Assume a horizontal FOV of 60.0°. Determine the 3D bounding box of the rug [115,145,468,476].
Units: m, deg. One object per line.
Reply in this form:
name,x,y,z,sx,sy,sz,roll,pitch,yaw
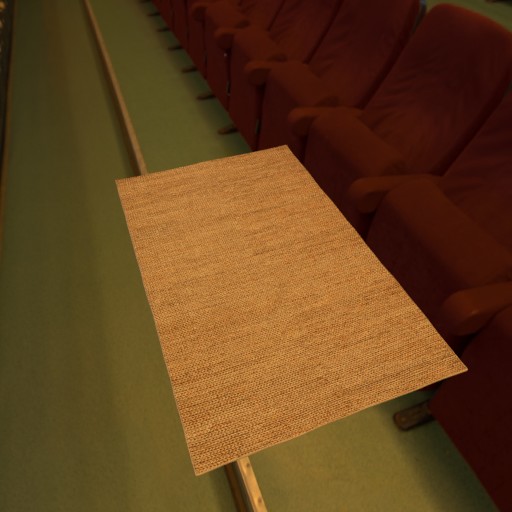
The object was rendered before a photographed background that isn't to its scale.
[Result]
rug,0.000,0.000,3.000,1.521,0.034,2.438,-15,47,-15
